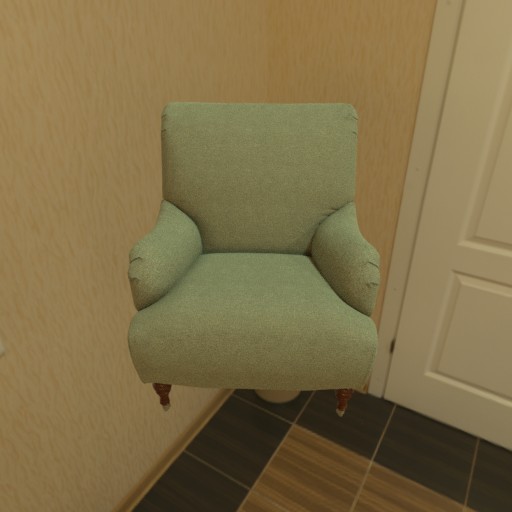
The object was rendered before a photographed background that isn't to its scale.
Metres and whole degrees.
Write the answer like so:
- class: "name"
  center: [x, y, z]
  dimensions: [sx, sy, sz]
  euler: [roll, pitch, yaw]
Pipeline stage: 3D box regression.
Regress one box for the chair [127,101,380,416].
- class: "chair"
  center: [0.000, 0.000, 2.007]
  dimensions: [0.964, 1.178, 1.060]
  euler: [1, 30, 2]
